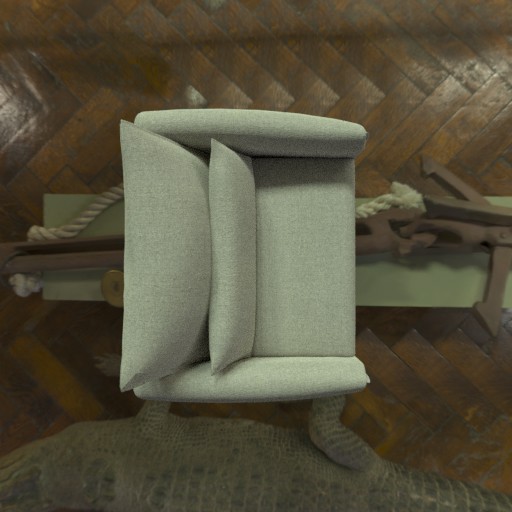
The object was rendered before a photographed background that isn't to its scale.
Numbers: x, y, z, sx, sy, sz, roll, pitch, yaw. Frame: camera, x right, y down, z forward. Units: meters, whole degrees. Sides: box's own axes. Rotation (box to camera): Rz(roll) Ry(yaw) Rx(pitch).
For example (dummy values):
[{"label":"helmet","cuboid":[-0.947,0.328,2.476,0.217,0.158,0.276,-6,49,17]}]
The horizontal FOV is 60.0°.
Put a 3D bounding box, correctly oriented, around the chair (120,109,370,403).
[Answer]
[{"label":"chair","cuboid":[0.000,0.000,1.648,0.801,0.856,1.029,0,89,2]}]
